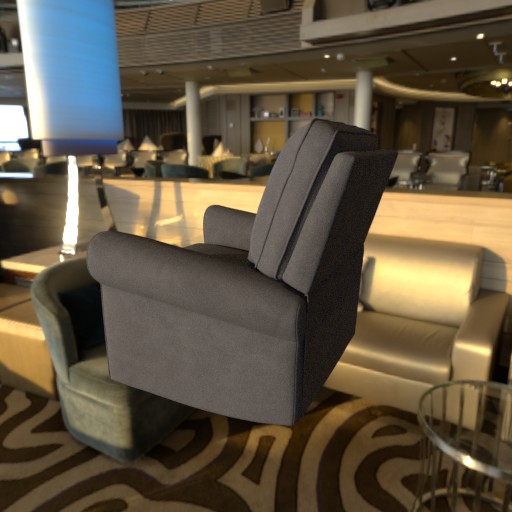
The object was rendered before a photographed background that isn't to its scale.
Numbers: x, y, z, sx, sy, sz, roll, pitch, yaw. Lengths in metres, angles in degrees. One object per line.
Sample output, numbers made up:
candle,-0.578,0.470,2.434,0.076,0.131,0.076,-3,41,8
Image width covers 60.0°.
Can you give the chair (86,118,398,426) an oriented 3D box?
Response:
chair,0.000,0.000,1.674,0.878,0.961,0.890,7,16,25
